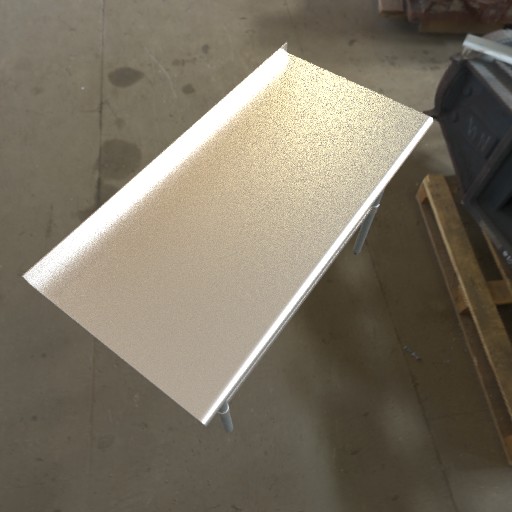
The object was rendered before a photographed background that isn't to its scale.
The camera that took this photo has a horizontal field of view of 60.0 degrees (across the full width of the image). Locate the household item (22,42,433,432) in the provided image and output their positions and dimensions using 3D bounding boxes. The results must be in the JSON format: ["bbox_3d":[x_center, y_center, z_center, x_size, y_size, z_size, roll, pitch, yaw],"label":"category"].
[{"bbox_3d":[0.000,0.000,1.672,0.610,0.851,1.219,32,64,18],"label":"household item"}]
